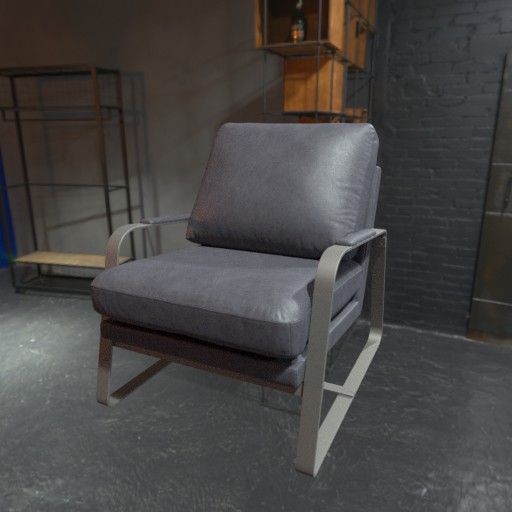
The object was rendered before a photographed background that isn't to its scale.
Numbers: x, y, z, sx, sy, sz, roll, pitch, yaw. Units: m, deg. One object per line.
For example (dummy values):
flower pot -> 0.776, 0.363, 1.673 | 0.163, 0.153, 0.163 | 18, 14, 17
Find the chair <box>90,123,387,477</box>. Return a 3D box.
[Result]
chair -> 0.000, 0.000, 1.432 | 0.692, 0.839, 0.878 | 8, 17, 25
